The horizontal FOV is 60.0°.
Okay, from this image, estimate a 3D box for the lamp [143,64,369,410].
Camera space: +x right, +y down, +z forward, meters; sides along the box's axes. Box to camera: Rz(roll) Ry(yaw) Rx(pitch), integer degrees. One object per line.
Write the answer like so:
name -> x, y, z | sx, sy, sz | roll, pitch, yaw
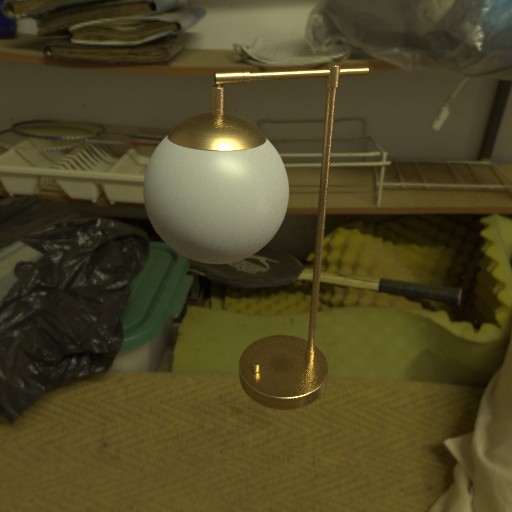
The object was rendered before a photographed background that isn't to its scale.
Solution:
lamp -> 0.000, 0.000, 0.711 | 0.324, 0.559, 0.207 | -9, 31, -15
